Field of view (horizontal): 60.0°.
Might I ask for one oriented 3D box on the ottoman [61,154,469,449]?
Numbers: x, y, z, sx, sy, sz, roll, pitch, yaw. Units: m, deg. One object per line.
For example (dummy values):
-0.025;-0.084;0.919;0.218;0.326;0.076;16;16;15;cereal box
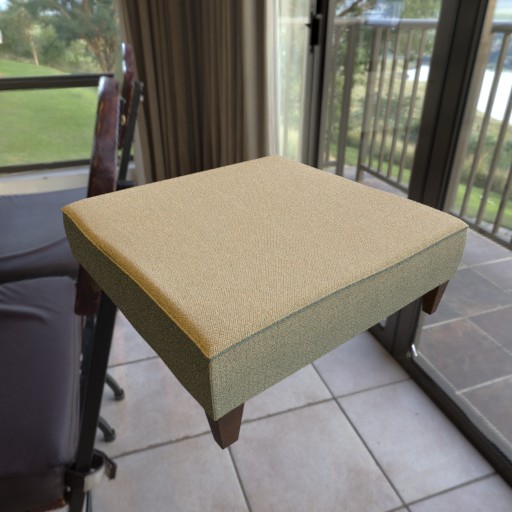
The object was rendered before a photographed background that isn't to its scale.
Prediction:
0.000;0.000;1.559;1.004;0.379;0.968;-21;36;-32;ottoman
